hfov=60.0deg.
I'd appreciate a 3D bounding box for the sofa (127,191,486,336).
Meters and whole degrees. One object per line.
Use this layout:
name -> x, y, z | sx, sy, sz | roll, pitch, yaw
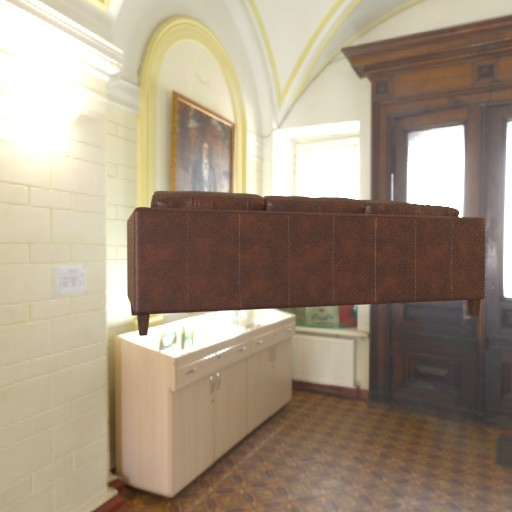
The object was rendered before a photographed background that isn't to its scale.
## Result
sofa -> 0.000, 0.000, 4.262 | 2.438, 0.836, 3.152 | 0, 1, -19
